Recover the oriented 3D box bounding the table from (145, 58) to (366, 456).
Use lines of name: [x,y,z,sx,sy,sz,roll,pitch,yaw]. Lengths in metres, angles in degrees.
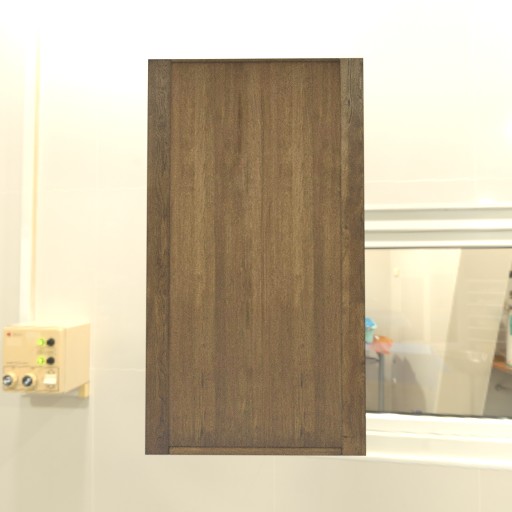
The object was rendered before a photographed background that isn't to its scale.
table: [0.000,0.000,2.530,1.100,2.000,0.600,0,-2,1]
